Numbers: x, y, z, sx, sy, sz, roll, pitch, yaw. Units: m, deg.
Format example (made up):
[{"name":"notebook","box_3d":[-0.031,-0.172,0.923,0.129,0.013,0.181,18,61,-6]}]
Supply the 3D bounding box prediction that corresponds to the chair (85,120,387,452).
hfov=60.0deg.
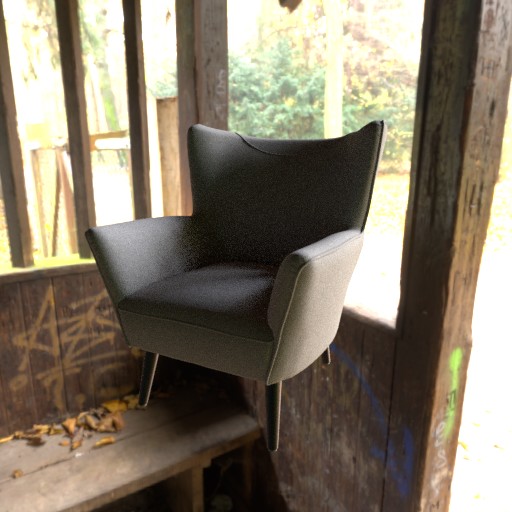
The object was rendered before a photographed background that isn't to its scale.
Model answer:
[{"name":"chair","box_3d":[0.000,0.000,1.588,0.781,0.933,0.888,7,16,27]}]
